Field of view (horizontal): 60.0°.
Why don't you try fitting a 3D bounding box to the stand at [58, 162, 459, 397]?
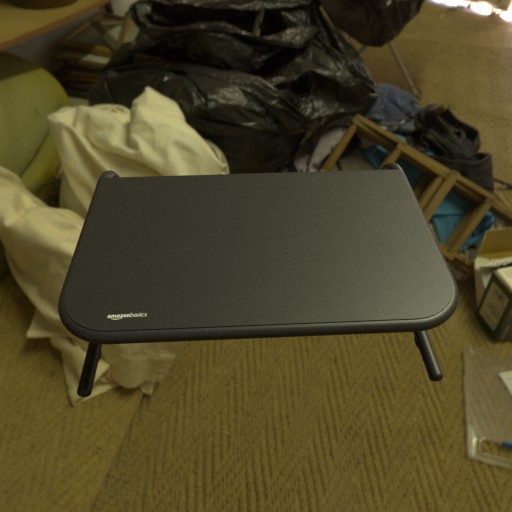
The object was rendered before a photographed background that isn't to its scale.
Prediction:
[{"bbox_3d":[0.000,0.000,0.508,0.370,0.108,0.280,-2,46,-2],"label":"stand"}]
